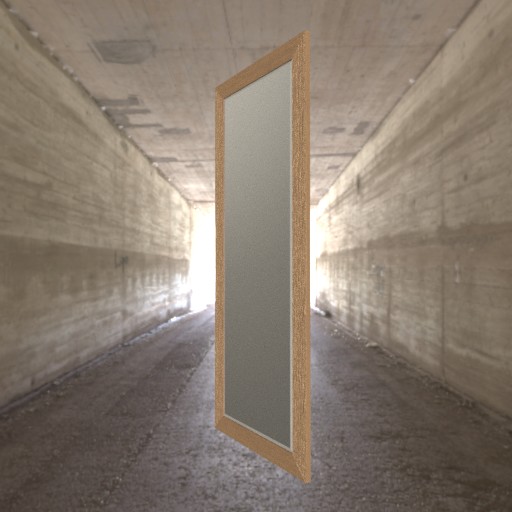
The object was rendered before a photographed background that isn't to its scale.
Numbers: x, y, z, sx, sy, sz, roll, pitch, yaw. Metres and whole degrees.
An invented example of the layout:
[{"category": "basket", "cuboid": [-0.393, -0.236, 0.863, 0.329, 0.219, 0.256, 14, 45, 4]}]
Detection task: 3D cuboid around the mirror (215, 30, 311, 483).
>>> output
[{"category": "mirror", "cuboid": [0.000, 0.000, 2.323, 0.026, 2.031, 0.812, 1, -1, -35]}]
